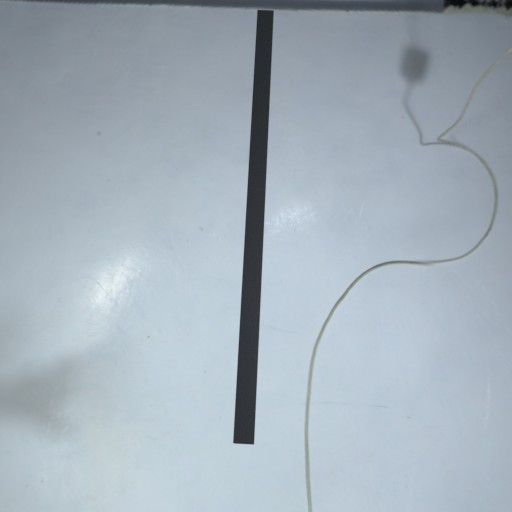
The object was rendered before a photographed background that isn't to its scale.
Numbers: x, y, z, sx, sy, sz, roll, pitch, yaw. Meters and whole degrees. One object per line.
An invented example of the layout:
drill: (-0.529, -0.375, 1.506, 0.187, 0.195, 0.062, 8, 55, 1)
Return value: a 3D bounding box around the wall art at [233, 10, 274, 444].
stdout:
wall art: (0.000, 0.000, 1.126, 0.031, 0.775, 0.773, 3, 76, 1)
